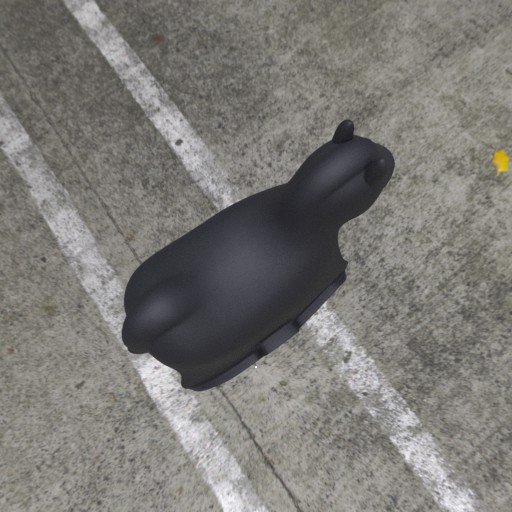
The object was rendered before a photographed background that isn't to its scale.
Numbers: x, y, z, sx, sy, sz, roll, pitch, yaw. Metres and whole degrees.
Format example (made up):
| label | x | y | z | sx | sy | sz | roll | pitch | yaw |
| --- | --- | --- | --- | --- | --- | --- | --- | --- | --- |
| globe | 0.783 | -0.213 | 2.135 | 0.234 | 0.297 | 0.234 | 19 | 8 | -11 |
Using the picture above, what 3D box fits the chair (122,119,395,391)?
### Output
| label | x | y | z | sx | sy | sz | roll | pitch | yaw |
| --- | --- | --- | --- | --- | --- | --- | --- | --- | --- |
| chair | 0.000 | 0.000 | 1.127 | 0.800 | 0.612 | 0.429 | -35 | 78 | -8 |
